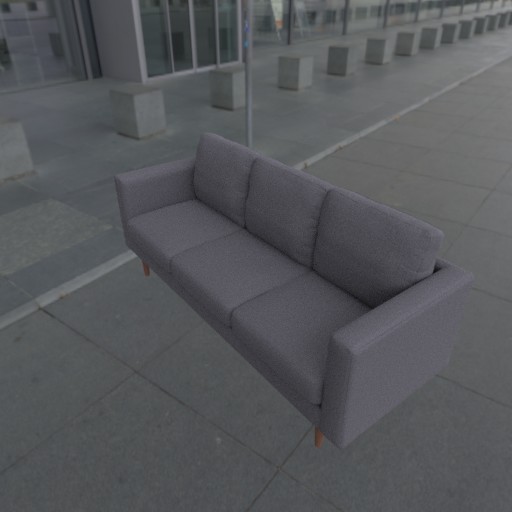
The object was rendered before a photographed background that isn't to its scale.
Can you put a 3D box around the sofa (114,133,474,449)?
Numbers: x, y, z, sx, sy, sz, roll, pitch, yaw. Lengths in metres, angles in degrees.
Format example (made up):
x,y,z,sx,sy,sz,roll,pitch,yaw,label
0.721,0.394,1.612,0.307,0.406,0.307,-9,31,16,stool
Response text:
x,y,z,sx,sy,sz,roll,pitch,yaw,label
0.000,0.000,2.470,0.802,0.912,2.029,-22,38,-31,sofa
